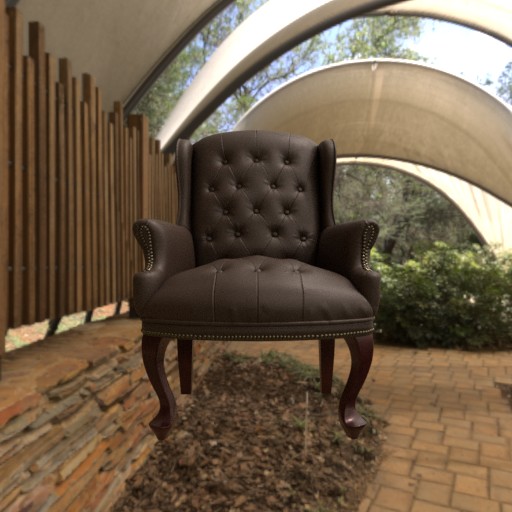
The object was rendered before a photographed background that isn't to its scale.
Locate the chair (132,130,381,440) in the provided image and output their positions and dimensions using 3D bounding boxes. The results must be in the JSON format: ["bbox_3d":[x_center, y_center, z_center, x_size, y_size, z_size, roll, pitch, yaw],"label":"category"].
[{"bbox_3d":[0.000,0.000,1.691,0.829,1.132,0.819,0,0,-1],"label":"chair"}]
